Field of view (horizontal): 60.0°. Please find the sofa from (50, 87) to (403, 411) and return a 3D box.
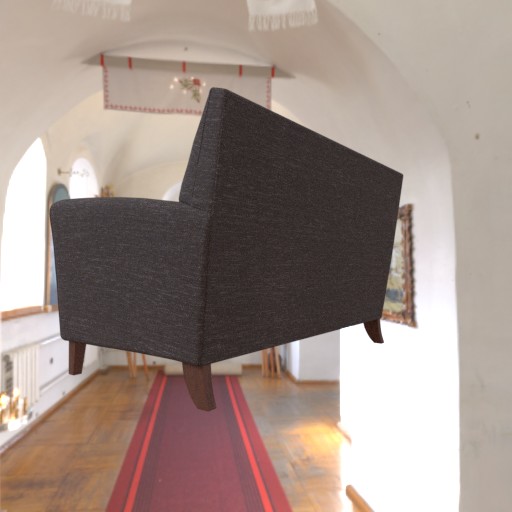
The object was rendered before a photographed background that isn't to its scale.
[{"bbox_3d":[0.000,0.000,2.005,0.867,0.905,1.509,-1,-1,37],"label":"sofa"}]
